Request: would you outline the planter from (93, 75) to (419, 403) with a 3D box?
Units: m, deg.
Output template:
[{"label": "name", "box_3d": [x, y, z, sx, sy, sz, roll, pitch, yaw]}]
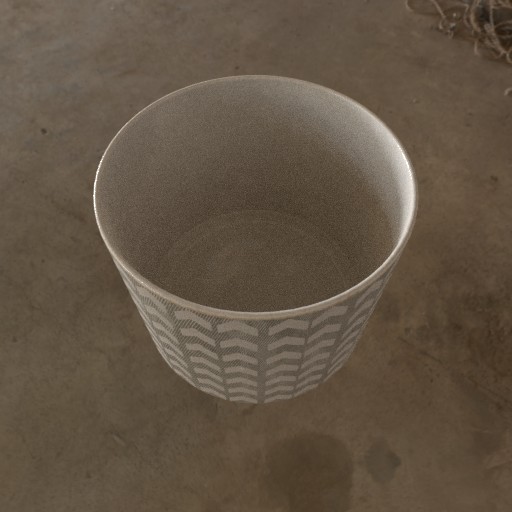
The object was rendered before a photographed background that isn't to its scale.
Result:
[{"label": "planter", "box_3d": [0.000, 0.000, 0.339, 0.190, 0.181, 0.190, 0, 57, 0]}]
